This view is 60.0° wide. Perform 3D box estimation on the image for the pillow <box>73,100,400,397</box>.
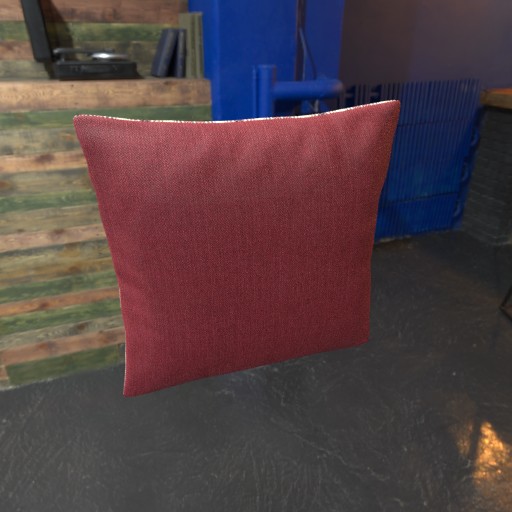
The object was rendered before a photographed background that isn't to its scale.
[{"bbox_3d":[0.000,0.000,0.770,0.513,0.497,0.166,-9,27,-17],"label":"pillow"}]
